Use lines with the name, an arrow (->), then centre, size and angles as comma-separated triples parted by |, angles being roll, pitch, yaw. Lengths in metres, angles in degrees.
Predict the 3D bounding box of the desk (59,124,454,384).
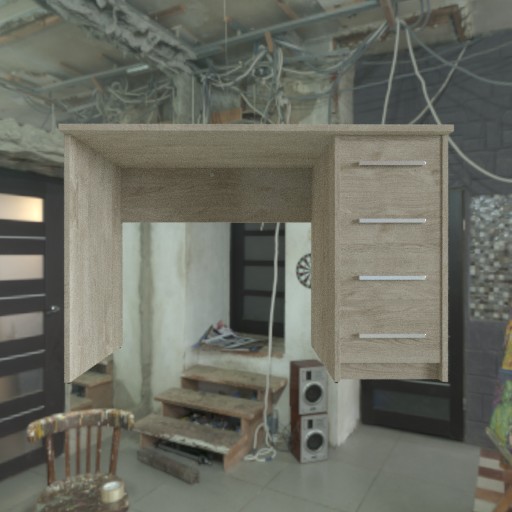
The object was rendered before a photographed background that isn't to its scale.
desk -> 0.000, 0.000, 1.506 | 1.096, 0.730, 0.560 | 0, 0, 0
